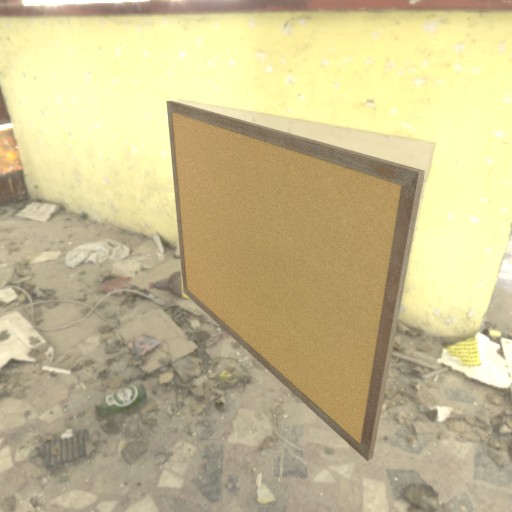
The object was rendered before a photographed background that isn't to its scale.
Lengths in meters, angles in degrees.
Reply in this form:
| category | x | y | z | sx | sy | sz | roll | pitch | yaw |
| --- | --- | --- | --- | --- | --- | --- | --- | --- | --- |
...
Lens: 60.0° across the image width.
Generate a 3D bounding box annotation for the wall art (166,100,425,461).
| category | x | y | z | sx | sy | sz | roll | pitch | yaw |
| --- | --- | --- | --- | --- | --- | --- | --- | --- | --- |
| wall art | 0.000 | 0.000 | 1.340 | 0.019 | 0.774 | 1.012 | -19 | 33 | -31 |
